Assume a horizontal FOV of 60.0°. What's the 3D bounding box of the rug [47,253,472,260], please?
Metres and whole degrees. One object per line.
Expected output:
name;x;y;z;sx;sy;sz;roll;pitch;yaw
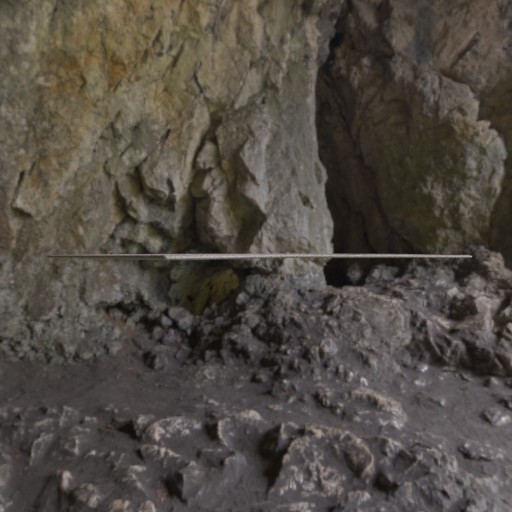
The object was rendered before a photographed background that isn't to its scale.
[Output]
rug;0.000;0.000;4.043;3.017;0.035;2.472;0;0;-37
